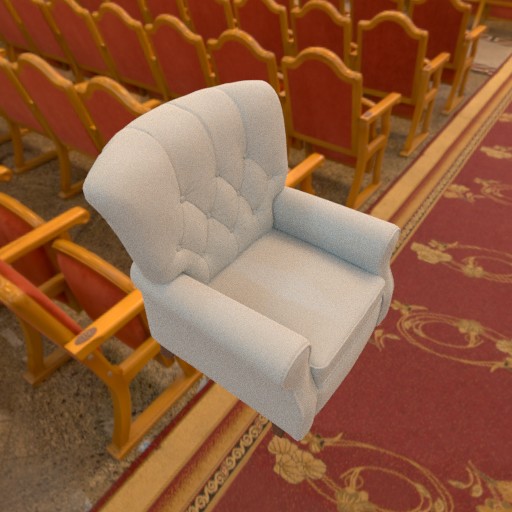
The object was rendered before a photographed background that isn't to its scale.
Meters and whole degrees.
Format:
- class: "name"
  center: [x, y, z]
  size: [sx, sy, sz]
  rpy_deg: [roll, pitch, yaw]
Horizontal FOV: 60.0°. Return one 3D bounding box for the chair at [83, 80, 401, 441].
- class: "chair"
  center: [0.000, 0.000, 2.051]
  size: [1.128, 1.217, 1.090]
  rpy_deg: [27, 49, 26]
